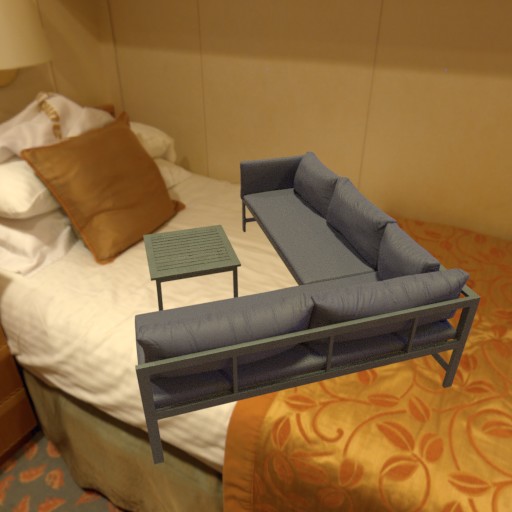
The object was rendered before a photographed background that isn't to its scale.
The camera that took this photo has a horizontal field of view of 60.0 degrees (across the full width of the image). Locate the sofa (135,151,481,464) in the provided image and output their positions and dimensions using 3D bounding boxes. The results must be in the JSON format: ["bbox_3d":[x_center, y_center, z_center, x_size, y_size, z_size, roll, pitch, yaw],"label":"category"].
[{"bbox_3d":[0.000,0.000,2.976,1.658,0.762,2.149,-9,33,-14],"label":"sofa"}]
